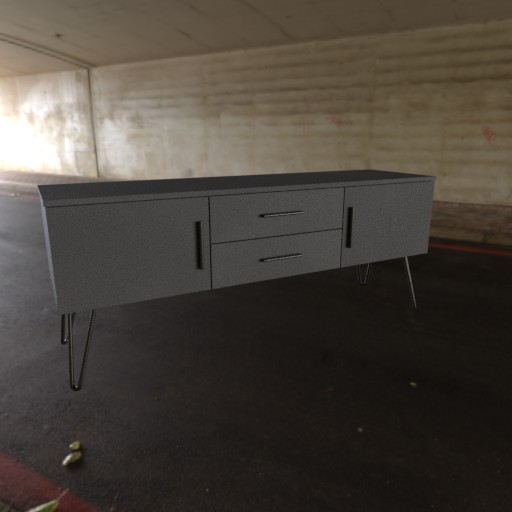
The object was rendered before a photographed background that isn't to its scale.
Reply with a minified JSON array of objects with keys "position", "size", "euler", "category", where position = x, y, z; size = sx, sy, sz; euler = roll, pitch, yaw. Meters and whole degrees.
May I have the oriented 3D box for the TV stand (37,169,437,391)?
[{"position":[0.000,0.000,1.659],"size":[1.400,0.560,0.400],"euler":[-8,17,-26],"category":"TV stand"}]
